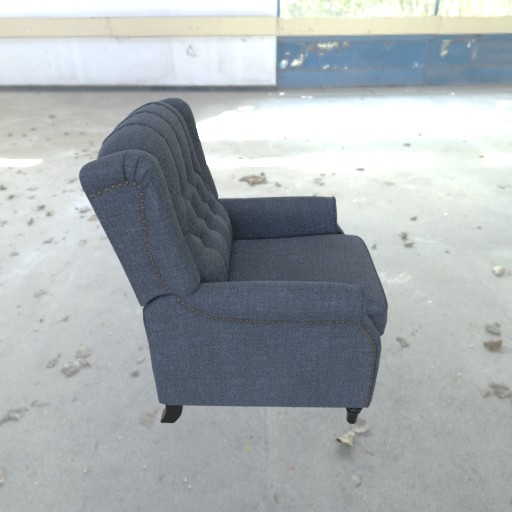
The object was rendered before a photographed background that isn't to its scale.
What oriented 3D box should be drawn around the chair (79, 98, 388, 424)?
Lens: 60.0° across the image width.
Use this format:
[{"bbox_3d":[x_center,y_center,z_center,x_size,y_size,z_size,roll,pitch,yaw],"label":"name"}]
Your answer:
[{"bbox_3d":[0.000,0.000,1.615,0.898,1.035,0.742,1,32,1],"label":"chair"}]
